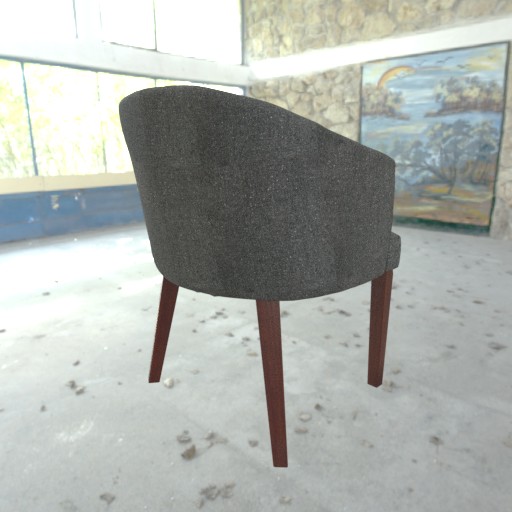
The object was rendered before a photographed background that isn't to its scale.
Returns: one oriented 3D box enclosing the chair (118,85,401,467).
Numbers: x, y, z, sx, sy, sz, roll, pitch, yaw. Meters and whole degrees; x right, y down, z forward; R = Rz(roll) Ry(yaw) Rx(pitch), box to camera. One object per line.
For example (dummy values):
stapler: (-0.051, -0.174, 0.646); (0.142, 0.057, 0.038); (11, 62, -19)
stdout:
chair: (0.000, 0.000, 1.203); (0.655, 0.811, 0.583); (-13, 19, -43)
